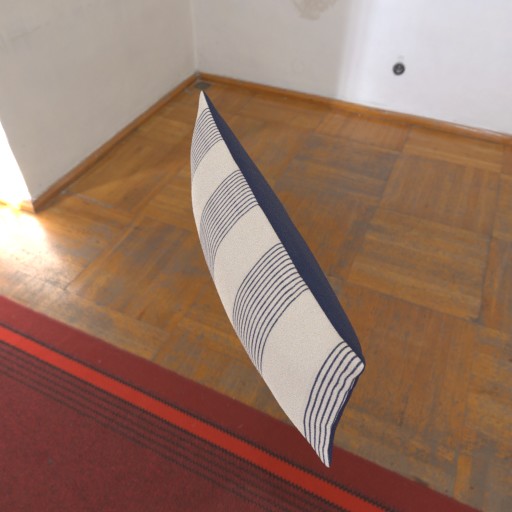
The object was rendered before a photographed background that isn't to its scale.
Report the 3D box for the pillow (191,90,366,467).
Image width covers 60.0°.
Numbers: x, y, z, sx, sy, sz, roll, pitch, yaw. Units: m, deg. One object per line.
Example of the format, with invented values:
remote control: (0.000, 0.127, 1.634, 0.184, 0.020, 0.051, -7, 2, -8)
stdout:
pillow: (0.000, 0.000, 0.731, 0.151, 0.287, 0.610, -15, 49, -14)
